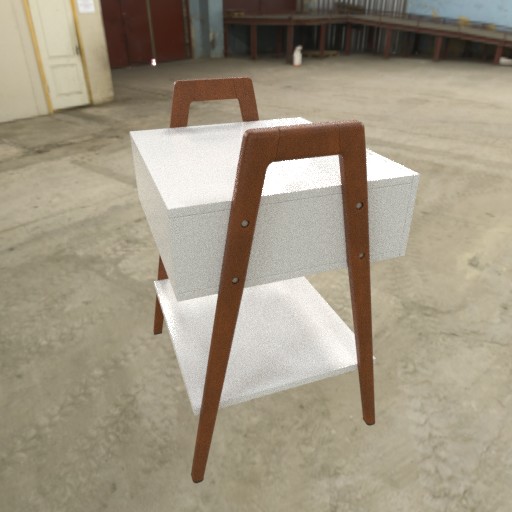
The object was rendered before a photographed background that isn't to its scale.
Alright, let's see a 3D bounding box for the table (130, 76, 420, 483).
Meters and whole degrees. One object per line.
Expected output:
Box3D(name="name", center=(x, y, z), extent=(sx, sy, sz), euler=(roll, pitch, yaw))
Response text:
Box3D(name="table", center=(0.000, 0.000, 0.884), extent=(0.405, 0.610, 0.457), euler=(-10, 31, -18))
